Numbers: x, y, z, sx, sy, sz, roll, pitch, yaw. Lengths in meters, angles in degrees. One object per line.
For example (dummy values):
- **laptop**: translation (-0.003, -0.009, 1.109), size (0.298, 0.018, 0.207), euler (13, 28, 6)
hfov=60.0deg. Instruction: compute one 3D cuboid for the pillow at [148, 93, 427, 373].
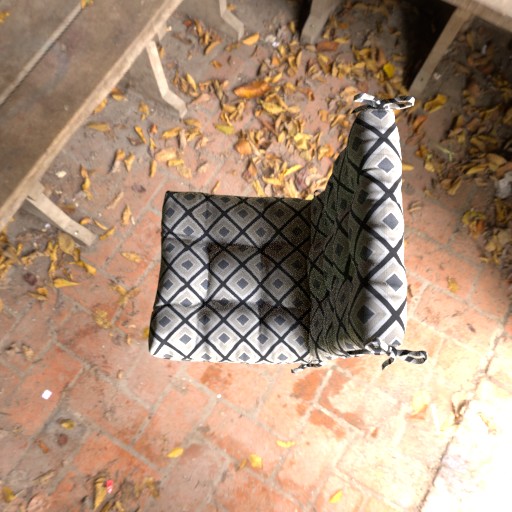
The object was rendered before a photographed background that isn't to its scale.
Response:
- **pillow**: translation (0.000, 0.000, 1.032), size (0.571, 0.605, 0.519), euler (3, 75, 1)
